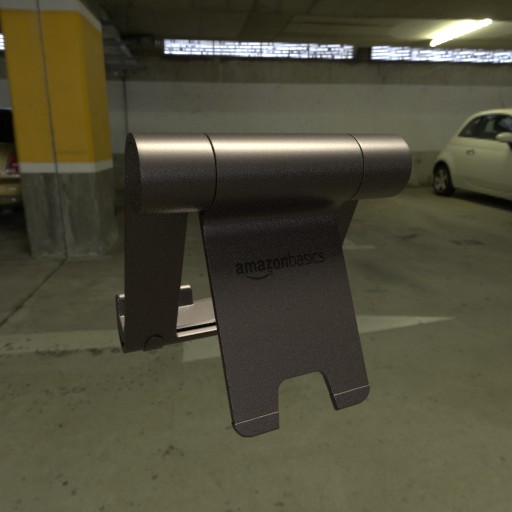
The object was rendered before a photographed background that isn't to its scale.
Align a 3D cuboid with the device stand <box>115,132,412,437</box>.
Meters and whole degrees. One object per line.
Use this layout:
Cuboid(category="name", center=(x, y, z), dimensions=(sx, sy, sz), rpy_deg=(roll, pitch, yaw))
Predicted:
Cuboid(category="device stand", center=(0.000, 0.000, 0.157), dimensions=(0.088, 0.084, 0.079), rpy_deg=(-7, 16, -25))
